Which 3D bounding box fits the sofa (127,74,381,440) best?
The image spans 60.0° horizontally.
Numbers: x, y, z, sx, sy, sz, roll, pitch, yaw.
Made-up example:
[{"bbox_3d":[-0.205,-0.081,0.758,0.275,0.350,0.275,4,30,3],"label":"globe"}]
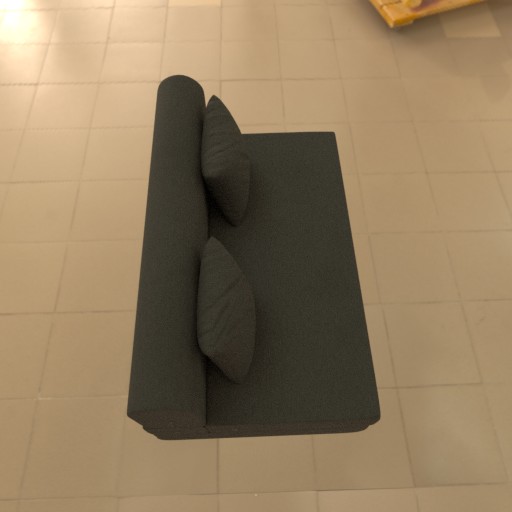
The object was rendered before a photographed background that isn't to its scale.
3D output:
[{"bbox_3d":[0.000,0.000,1.684,0.762,0.670,1.225,-2,62,-1],"label":"sofa"}]
